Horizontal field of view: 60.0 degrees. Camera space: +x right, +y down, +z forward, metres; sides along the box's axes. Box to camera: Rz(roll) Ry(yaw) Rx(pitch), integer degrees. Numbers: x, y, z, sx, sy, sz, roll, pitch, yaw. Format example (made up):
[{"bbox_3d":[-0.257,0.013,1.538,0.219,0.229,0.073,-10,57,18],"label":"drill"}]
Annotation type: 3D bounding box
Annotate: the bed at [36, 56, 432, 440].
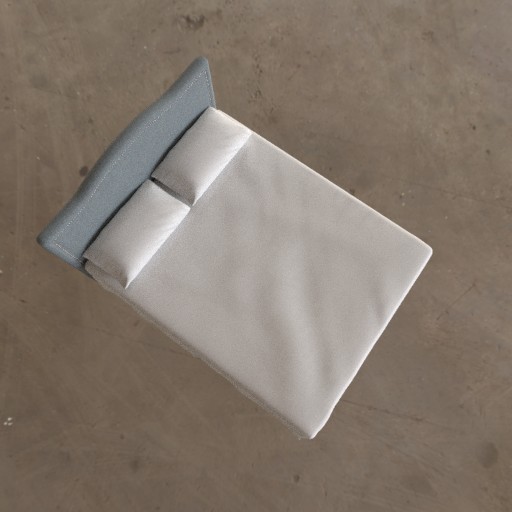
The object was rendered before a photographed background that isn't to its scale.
[{"bbox_3d":[0.000,0.000,3.968,2.689,1.457,2.161,35,78,9],"label":"bed"}]
